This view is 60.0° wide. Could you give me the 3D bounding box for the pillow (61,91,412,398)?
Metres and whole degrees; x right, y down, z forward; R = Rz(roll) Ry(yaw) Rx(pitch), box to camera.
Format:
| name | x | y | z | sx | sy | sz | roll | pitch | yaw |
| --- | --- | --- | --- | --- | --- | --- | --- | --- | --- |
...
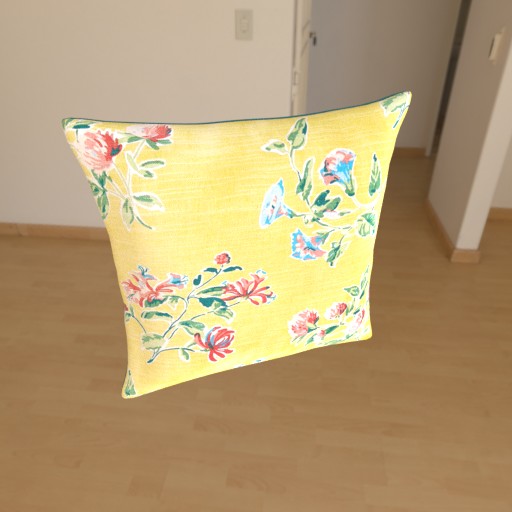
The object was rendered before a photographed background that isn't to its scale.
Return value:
| name | x | y | z | sx | sy | sz | roll | pitch | yaw |
| --- | --- | --- | --- | --- | --- | --- | --- | --- | --- |
| pillow | 0.000 | 0.000 | 0.763 | 0.525 | 0.508 | 0.166 | -10 | 33 | -16 |
